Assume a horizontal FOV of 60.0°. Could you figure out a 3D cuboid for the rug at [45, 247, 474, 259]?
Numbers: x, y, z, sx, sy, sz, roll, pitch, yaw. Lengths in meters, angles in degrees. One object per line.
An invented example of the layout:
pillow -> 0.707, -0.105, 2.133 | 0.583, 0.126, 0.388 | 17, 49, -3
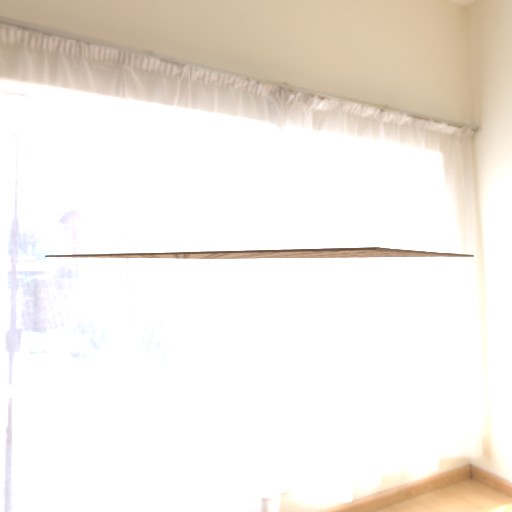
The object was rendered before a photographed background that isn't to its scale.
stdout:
rug -> 0.000, 0.000, 2.851 | 2.260, 0.013, 1.600 | -1, -1, 37
